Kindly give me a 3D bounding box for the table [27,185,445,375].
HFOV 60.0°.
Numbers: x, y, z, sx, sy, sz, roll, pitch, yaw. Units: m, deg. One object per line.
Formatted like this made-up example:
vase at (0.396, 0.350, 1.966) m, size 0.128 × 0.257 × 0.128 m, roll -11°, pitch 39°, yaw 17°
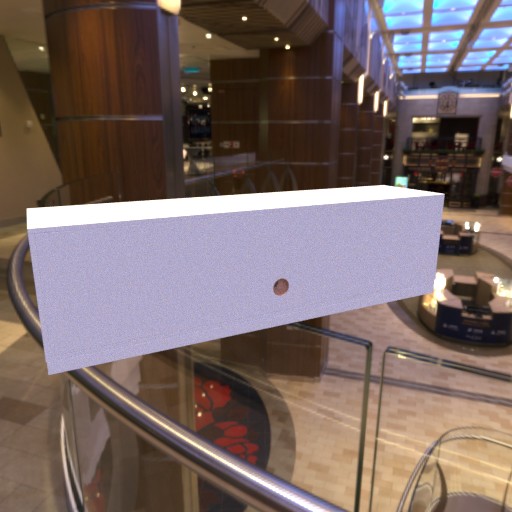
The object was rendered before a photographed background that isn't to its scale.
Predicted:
table at (0.000, 0.000, 1.734) m, size 1.550 × 0.440 × 0.400 m, roll -8°, pitch 17°, yaw -26°
